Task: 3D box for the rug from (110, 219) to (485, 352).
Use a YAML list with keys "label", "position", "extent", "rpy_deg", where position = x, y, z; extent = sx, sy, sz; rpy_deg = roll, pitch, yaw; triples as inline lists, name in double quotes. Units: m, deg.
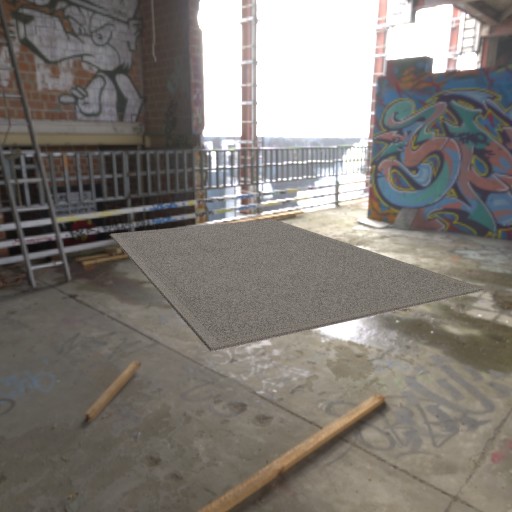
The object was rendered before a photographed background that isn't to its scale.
- label: "rug"
  position: [0.000, 0.000, 2.363]
  extent: [1.219, 0.010, 1.829]
  rpy_deg: [-7, 17, -26]
